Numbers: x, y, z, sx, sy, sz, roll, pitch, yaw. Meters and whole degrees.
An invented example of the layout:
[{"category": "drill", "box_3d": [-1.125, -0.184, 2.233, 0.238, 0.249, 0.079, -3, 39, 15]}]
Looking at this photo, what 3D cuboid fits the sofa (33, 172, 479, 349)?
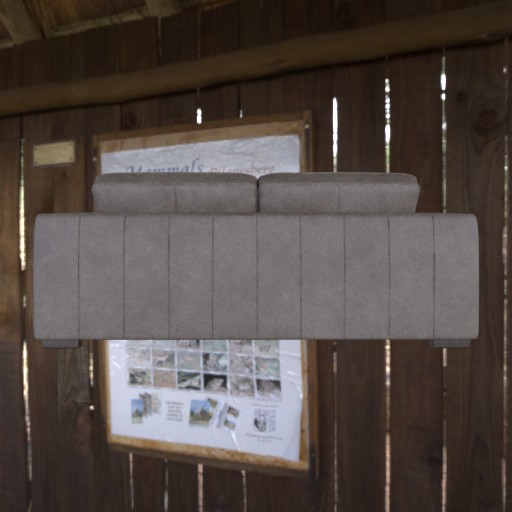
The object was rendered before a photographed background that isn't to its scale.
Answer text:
[{"category": "sofa", "box_3d": [0.000, 0.000, 2.410, 1.920, 0.800, 1.070, 0, 1, 0]}]
